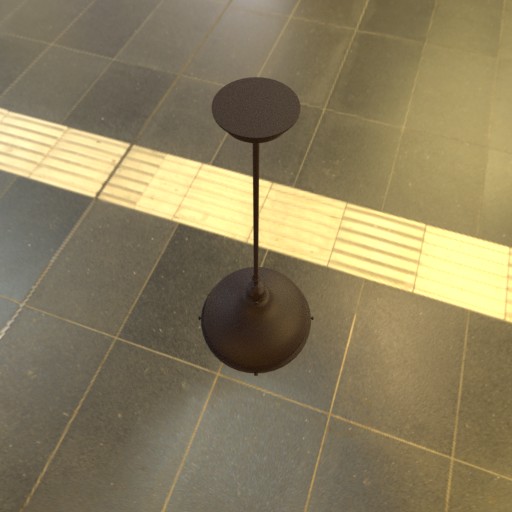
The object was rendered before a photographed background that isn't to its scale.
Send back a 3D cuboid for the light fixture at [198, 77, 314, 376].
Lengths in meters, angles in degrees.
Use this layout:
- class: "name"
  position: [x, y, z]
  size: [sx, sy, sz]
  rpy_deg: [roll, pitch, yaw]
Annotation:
- class: "light fixture"
  position: [0.000, 0.000, 1.012]
  size: [0.341, 0.849, 0.341]
  rpy_deg: [0, 59, 0]
